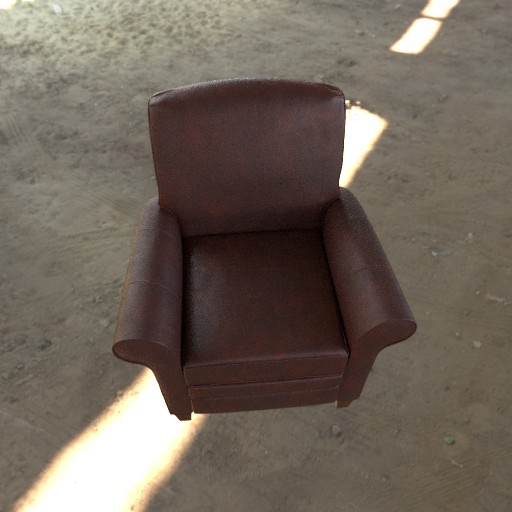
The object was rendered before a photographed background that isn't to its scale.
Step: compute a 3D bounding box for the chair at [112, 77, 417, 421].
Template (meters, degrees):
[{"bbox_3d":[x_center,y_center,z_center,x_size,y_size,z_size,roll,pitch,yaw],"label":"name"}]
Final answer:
[{"bbox_3d":[0.000,0.000,1.755,0.978,1.061,0.902,-4,46,-3],"label":"chair"}]
